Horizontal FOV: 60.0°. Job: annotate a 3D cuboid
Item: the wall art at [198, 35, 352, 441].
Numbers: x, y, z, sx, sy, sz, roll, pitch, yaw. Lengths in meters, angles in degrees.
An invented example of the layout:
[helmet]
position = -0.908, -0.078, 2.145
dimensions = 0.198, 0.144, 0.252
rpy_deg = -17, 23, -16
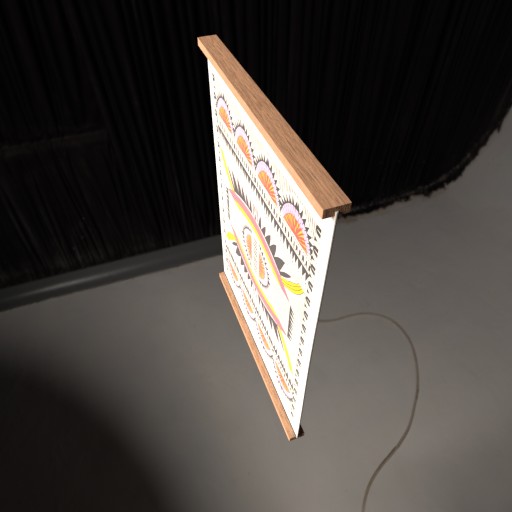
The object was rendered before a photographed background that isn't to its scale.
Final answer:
[wall art]
position = 0.000, 0.000, 0.703
dimensions = 0.028, 0.527, 0.403
rpy_deg = -15, 49, -14
